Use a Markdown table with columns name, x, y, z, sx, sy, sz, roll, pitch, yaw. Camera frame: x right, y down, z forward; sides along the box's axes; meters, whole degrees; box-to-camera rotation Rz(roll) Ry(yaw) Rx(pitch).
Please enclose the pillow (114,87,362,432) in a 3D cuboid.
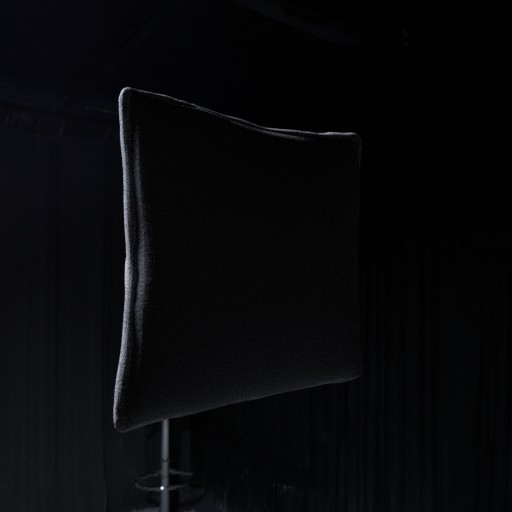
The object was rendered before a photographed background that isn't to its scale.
| name | x | y | z | sx | sy | sz | roll | pitch | yaw |
| --- | --- | --- | --- | --- | --- | --- | --- | --- | --- |
| pillow | 0.000 | 0.000 | 0.802 | 0.522 | 0.520 | 0.204 | 0 | -1 | -36 |
